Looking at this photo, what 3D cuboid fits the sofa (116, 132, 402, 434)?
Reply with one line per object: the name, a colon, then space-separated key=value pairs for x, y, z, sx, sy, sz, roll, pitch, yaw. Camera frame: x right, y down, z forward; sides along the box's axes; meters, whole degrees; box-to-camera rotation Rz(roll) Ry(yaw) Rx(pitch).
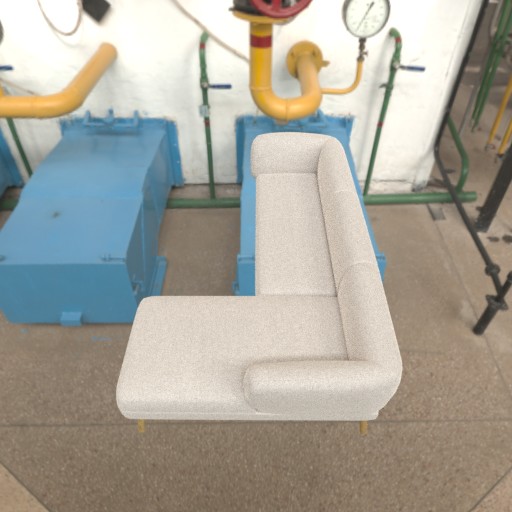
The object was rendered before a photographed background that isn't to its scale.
sofa: x=0.000 y=0.000 z=3.394 sx=1.610 sy=0.730 sz=2.660 roll=0 pitch=43 yaw=0
